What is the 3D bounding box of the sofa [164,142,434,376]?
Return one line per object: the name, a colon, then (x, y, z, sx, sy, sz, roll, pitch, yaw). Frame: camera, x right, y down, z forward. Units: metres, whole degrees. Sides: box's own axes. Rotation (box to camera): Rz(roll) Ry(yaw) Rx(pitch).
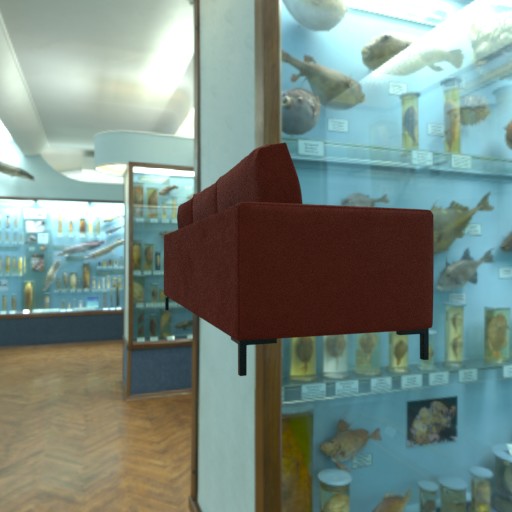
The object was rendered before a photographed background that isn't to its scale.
sofa: (0.000, 0.000, 2.758, 0.875, 0.879, 2.252, 0, 0, -18)
